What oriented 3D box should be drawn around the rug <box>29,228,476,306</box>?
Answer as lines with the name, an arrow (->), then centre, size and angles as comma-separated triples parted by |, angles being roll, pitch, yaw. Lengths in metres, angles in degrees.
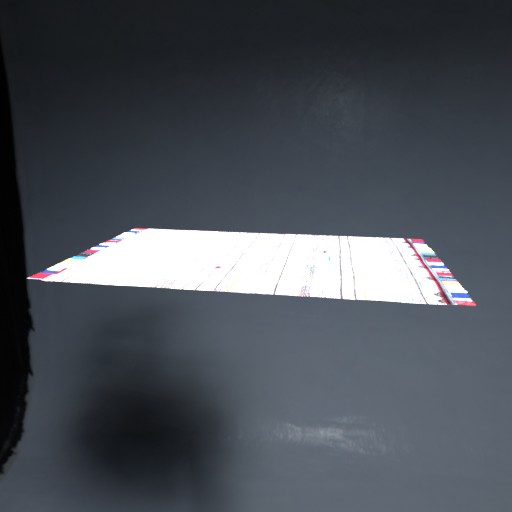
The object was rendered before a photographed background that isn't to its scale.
rug -> 0.000, 0.000, 3.044 | 2.465, 0.012, 1.465 | 3, 16, 10
